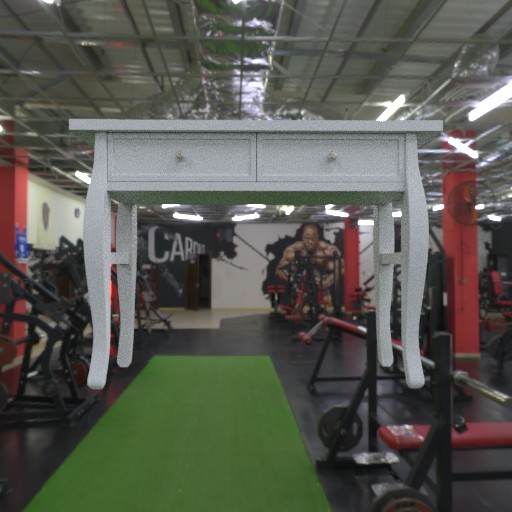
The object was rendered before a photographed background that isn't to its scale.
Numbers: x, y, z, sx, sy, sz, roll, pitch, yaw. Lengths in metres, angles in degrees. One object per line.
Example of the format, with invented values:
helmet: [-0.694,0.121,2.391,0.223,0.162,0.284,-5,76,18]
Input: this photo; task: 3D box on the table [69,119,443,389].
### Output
table: [0.000,0.000,1.429,1.062,0.768,0.373,0,-1,-1]
